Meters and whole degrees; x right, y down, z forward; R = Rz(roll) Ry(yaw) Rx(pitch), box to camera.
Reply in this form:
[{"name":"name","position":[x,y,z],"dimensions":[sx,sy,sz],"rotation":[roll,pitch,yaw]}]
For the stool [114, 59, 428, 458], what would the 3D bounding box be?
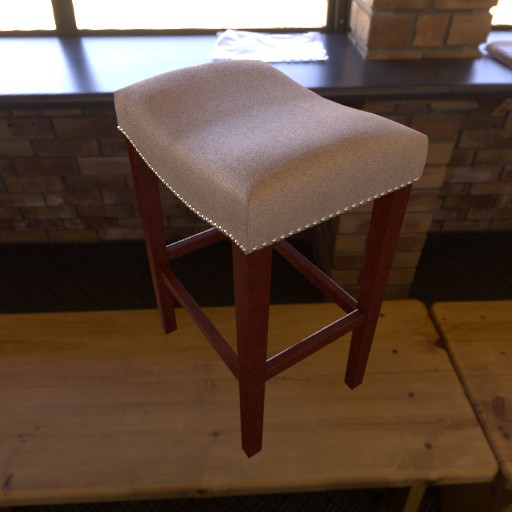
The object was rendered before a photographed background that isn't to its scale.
[{"name":"stool","position":[0.000,0.000,1.026],"dimensions":[0.372,0.742,0.504],"rotation":[-24,46,-25]}]
